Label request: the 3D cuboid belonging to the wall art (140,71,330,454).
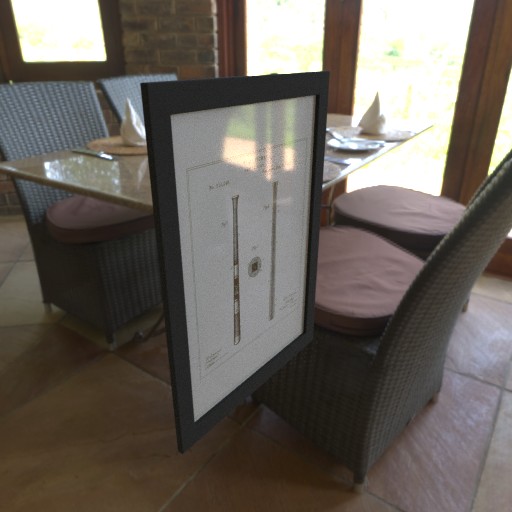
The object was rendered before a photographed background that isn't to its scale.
[{"bbox_3d":[0.000,0.000,0.700,0.012,0.529,0.374,18,31,34],"label":"wall art"}]
